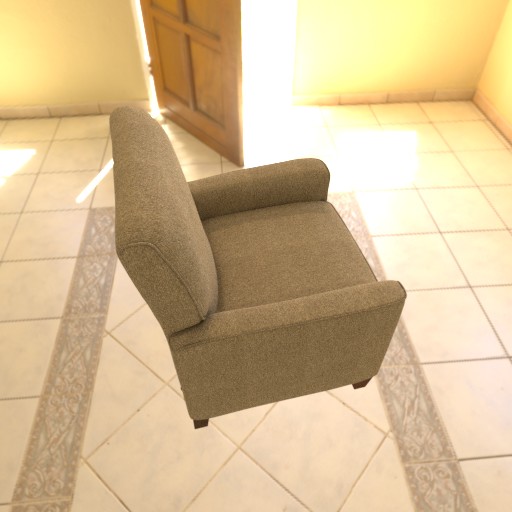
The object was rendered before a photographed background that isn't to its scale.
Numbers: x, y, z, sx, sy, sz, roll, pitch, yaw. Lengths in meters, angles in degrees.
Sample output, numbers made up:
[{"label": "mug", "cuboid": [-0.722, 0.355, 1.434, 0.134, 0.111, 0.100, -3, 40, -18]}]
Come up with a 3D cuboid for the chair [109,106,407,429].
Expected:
[{"label": "chair", "cuboid": [0.000, 0.000, 1.665, 0.858, 1.028, 0.841, -11, 47, -10]}]
